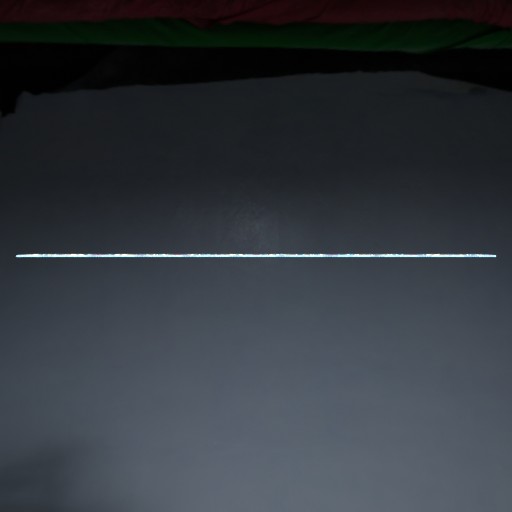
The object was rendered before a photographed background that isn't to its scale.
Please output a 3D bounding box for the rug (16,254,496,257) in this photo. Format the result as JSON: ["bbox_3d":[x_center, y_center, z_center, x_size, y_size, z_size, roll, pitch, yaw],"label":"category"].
[{"bbox_3d":[0.000,0.000,2.818,2.207,0.014,1.567,0,0,0],"label":"rug"}]
